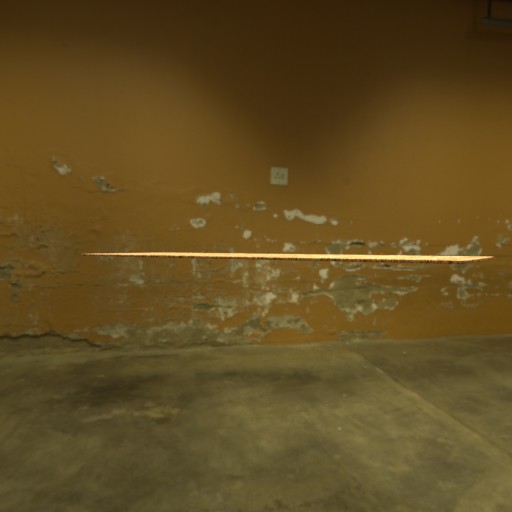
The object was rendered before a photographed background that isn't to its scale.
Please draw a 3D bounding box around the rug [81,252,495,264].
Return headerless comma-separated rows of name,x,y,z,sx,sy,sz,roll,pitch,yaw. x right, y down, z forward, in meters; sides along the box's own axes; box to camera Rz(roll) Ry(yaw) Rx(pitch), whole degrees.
rug,0.000,0.000,2.430,2.237,0.014,0.680,1,2,36
